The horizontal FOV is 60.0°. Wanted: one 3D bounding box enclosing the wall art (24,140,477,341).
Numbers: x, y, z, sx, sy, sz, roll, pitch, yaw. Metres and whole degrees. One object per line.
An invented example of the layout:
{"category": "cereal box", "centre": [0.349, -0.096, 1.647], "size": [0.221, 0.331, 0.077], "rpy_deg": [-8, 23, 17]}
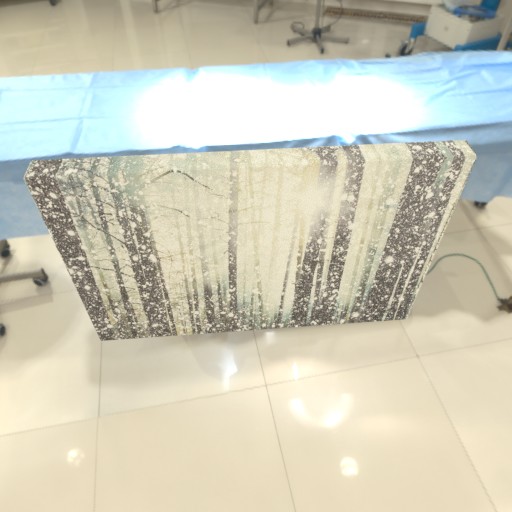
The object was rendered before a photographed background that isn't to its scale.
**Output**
{"category": "wall art", "centre": [0.000, 0.000, 0.758], "size": [0.618, 0.398, 0.042], "rpy_deg": [-3, 47, -3]}
